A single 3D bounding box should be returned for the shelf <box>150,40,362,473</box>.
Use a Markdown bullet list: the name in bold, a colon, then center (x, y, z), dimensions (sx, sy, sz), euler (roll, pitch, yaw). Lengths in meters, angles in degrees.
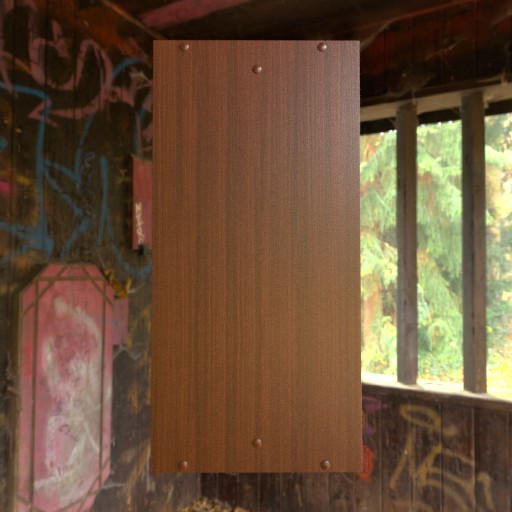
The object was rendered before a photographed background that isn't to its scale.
- **shelf**: center (0.000, 0.000, 0.740), dimensions (0.290, 0.600, 0.253), euler (0, -2, 0)
